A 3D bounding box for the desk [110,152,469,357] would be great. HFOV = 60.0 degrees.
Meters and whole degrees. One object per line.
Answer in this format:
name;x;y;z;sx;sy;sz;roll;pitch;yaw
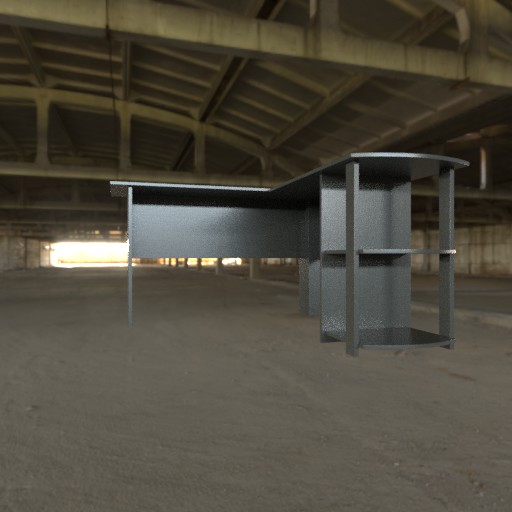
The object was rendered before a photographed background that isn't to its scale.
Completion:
desk;0.000;0.000;2.070;1.303;0.716;1.361;0;0;-17
